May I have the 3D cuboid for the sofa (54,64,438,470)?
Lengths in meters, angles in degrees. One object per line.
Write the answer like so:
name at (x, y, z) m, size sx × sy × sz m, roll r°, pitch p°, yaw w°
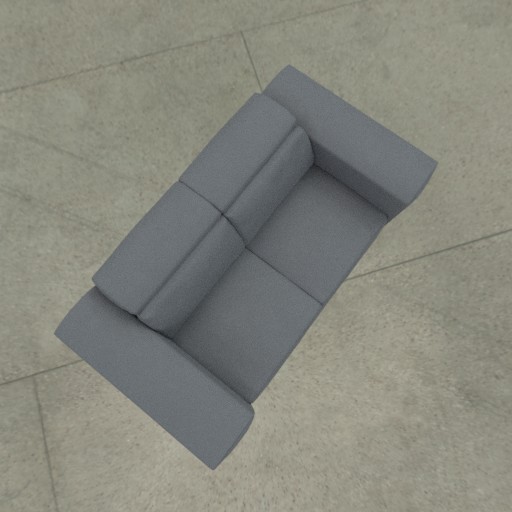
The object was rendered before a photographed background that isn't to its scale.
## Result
sofa at (0.000, 0.000, 2.421) m, size 1.003 × 0.779 × 1.895 m, roll 37°, pitch 79°, yaw 9°
